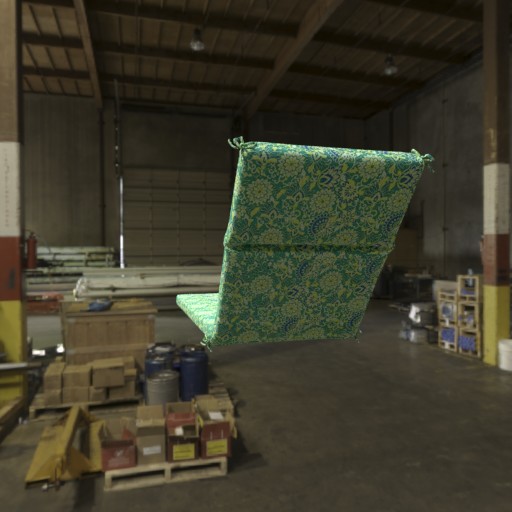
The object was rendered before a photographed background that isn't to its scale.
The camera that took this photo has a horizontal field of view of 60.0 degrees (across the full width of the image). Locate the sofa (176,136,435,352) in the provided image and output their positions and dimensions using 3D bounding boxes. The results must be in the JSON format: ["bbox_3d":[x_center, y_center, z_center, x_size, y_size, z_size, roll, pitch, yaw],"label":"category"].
[{"bbox_3d":[0.000,0.000,1.922,0.582,0.622,1.663,0,1,-16],"label":"sofa"}]
